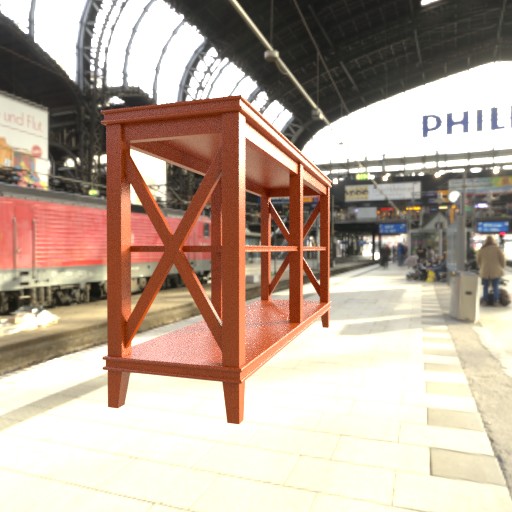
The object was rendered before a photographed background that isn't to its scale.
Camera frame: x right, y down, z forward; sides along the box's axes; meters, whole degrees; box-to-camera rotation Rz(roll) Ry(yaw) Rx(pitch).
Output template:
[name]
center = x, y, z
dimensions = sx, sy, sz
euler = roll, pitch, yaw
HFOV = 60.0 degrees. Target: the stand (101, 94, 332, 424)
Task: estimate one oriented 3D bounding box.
[stand]
center = 0.000, 0.000, 1.725
dimensions = 0.381, 0.762, 1.372
euler = 0, 1, 18
